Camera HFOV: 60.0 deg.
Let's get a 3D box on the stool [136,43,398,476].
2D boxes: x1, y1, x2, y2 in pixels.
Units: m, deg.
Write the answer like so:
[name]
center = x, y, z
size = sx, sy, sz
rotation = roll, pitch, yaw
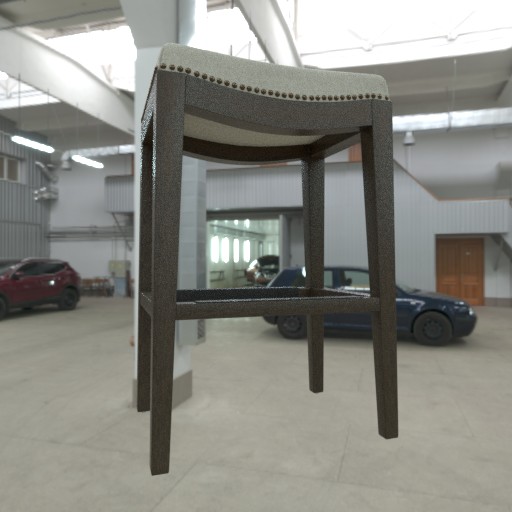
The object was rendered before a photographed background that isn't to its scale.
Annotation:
[stool]
center = 0.000, 0.000, 1.002
size = 0.498, 0.759, 0.358
rotation = 0, 0, -19
